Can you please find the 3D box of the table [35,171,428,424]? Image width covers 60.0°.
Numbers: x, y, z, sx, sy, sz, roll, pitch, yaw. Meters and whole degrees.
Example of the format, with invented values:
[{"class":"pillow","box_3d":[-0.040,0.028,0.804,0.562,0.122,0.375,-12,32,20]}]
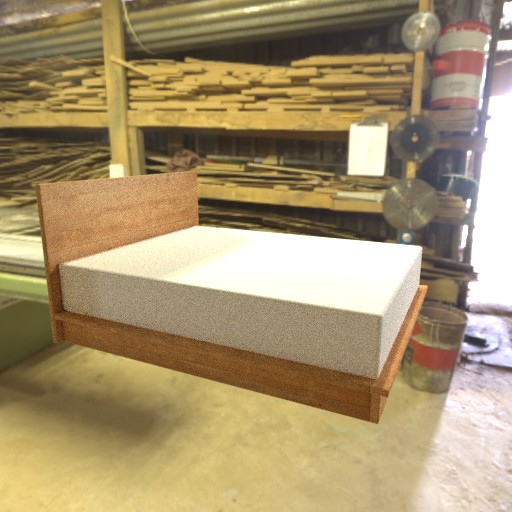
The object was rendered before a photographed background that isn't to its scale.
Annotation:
[{"class":"table","box_3d":[0.000,0.000,3.095,2.149,1.041,1.707,7,15,25]}]
